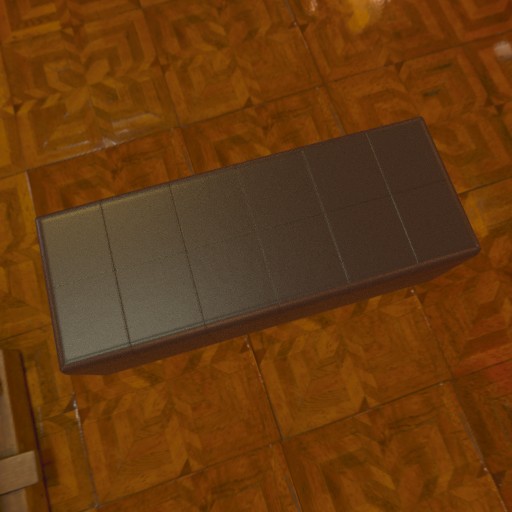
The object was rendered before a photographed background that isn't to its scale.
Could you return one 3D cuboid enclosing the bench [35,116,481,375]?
[{"bbox_3d":[0.000,0.000,1.344,1.092,0.457,0.429,-16,75,-4],"label":"bench"}]
